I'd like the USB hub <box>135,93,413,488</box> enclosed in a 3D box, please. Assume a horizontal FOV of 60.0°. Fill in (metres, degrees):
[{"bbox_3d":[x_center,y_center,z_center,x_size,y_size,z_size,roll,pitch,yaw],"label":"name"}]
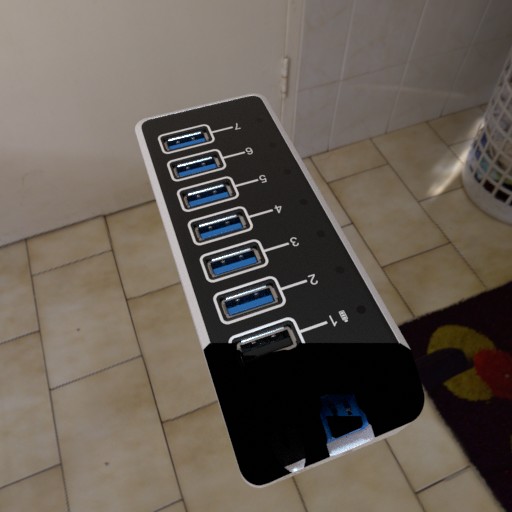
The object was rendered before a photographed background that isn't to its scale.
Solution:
[{"bbox_3d":[0.000,0.000,0.126,0.044,0.023,0.110,-17,59,-11],"label":"USB hub"}]
